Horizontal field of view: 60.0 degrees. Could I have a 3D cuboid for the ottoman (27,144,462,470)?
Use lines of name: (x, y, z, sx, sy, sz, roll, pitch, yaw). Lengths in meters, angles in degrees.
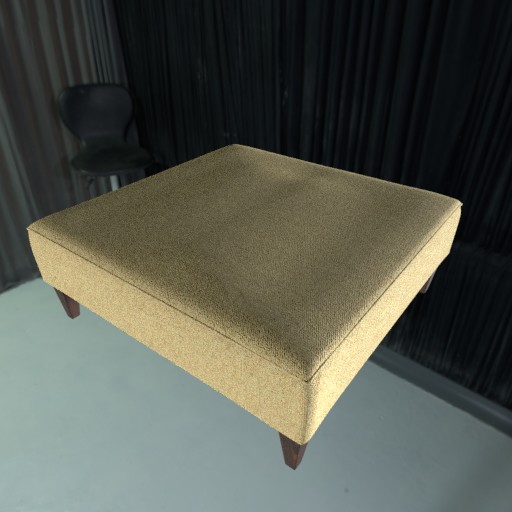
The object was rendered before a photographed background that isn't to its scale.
ottoman: (0.000, 0.000, 1.448, 0.981, 0.378, 0.970, 22, 38, 31)
